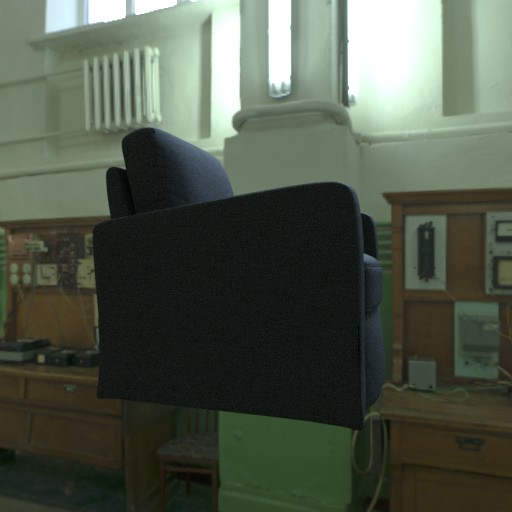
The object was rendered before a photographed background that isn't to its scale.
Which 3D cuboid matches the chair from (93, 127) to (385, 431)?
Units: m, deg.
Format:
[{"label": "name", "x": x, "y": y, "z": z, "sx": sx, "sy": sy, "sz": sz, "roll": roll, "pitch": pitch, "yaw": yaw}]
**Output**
[{"label": "chair", "x": 0.000, "y": 0.000, "z": 1.555, "sx": 0.863, "sy": 0.855, "sz": 0.798, "roll": 0, "pitch": -1, "yaw": 19}]
